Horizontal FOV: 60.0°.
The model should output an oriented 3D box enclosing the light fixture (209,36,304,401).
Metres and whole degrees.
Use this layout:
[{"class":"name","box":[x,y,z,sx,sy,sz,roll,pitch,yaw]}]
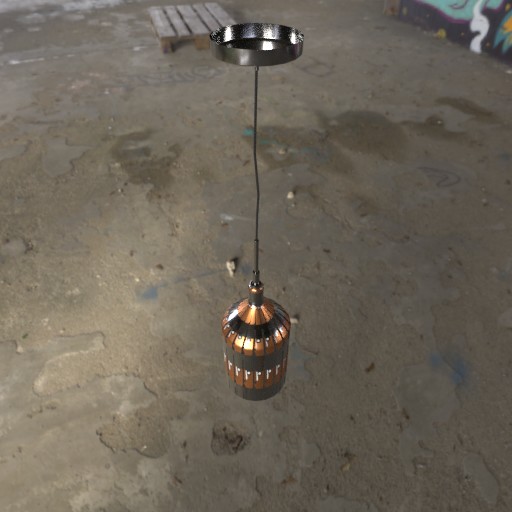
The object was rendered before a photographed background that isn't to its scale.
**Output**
[{"class":"light fixture","box":[0.000,0.000,1.667,0.303,1.535,0.303,0,41,0]}]
